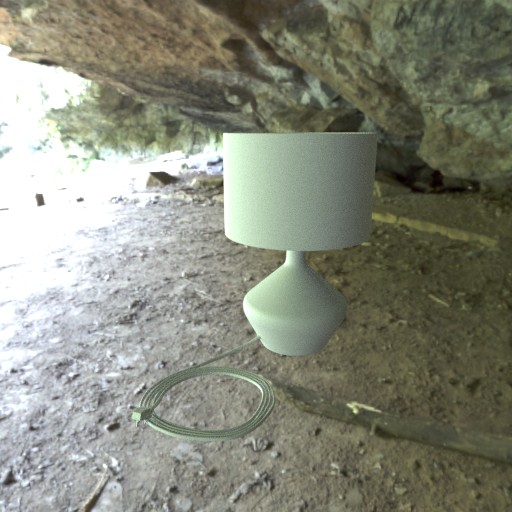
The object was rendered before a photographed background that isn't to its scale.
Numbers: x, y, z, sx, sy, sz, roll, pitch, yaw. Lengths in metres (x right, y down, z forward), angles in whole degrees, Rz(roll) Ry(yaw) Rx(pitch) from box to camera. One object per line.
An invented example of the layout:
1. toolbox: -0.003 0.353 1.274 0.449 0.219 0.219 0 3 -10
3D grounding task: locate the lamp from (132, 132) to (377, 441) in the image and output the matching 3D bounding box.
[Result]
1. lamp: 0.000 0.000 0.857 0.546 0.457 0.401 -8 18 -26
